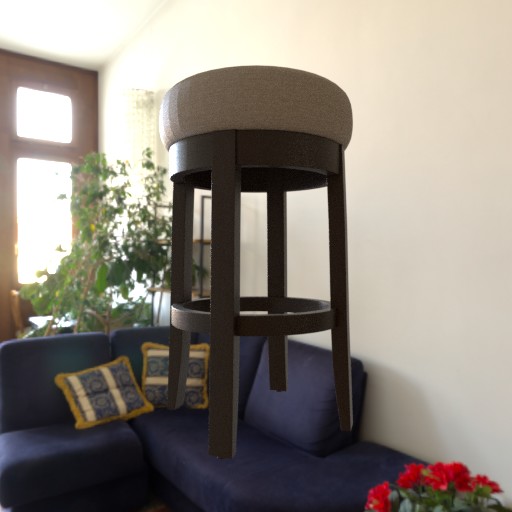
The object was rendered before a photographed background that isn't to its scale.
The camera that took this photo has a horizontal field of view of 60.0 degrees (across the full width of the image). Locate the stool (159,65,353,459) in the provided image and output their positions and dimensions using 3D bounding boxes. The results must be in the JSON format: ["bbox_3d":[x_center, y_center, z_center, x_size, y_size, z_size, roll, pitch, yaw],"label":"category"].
[{"bbox_3d":[0.000,0.000,1.037,0.443,0.757,0.443,0,0,0],"label":"stool"}]
